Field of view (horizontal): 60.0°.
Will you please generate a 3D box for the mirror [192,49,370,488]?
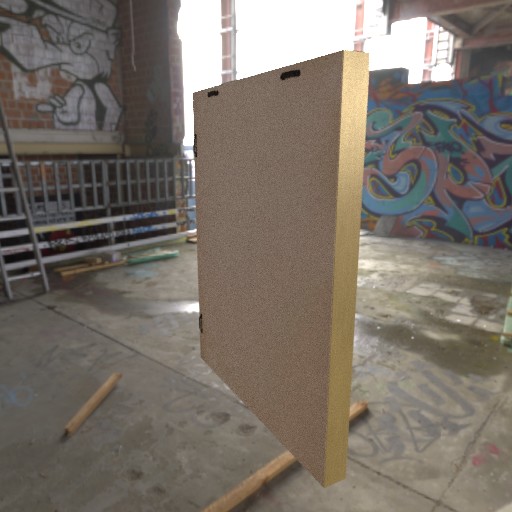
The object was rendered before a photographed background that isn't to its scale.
[{"bbox_3d":[0.000,0.000,0.672,0.041,0.508,0.405,-8,16,-28],"label":"mirror"}]
